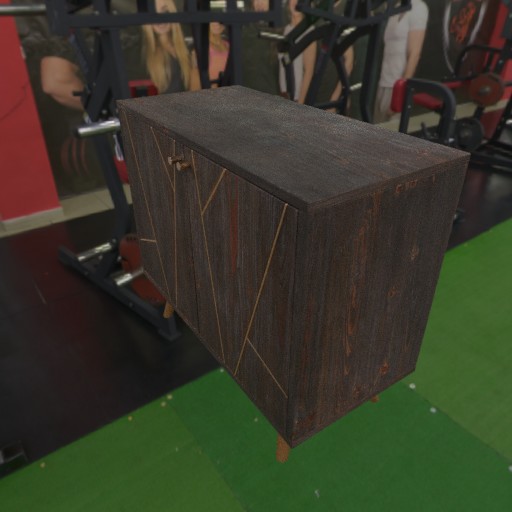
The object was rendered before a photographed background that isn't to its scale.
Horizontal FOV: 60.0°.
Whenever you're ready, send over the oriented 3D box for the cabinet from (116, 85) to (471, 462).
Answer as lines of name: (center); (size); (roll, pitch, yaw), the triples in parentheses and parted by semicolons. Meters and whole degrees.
cabinet: (0.000, 0.000, 1.507); (0.529, 0.897, 1.023); (-19, 36, -29)
